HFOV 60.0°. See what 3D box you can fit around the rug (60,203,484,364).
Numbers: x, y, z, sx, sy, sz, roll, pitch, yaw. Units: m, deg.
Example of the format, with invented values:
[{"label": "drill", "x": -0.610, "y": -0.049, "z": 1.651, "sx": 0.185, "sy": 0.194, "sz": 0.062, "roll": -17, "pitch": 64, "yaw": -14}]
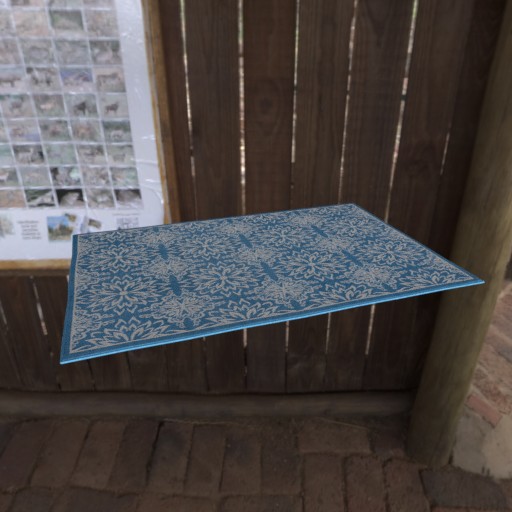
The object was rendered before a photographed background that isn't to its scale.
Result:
[{"label": "rug", "x": 0.000, "y": 0.000, "z": 3.491, "sx": 2.769, "sy": 0.018, "sz": 1.830, "roll": -8, "pitch": 27, "yaw": -17}]
